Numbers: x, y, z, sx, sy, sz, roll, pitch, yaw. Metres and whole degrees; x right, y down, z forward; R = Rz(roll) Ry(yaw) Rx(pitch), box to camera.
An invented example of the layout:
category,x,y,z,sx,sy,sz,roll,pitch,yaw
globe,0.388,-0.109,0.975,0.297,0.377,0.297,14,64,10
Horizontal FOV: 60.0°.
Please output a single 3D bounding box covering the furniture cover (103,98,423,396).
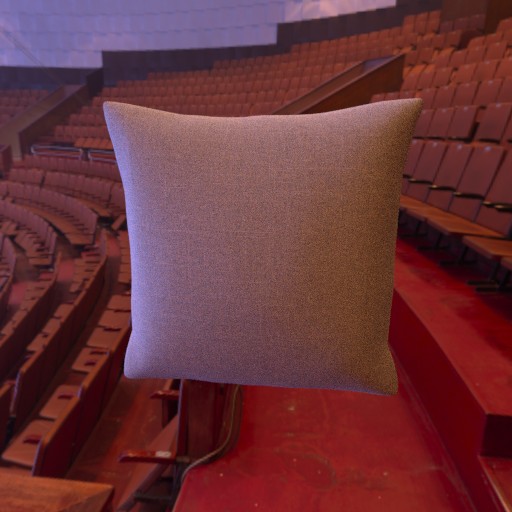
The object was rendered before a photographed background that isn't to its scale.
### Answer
category,x,y,z,sx,sy,sz,roll,pitch,yaw
furniture cover,0.000,0.000,0.760,0.512,0.506,0.178,2,15,7
